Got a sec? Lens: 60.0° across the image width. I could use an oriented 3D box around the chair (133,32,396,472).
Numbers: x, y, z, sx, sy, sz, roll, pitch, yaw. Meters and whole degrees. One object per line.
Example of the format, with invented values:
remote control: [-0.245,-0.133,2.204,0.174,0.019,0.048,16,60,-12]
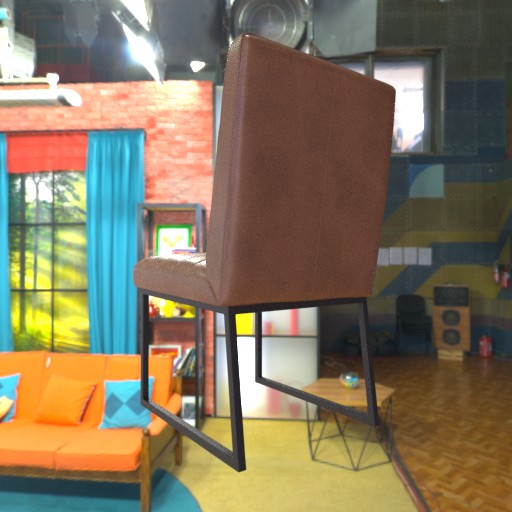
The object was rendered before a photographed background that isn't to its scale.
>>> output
chair: [0.000,0.000,1.290,0.520,0.930,0.634,1,-1,-36]
